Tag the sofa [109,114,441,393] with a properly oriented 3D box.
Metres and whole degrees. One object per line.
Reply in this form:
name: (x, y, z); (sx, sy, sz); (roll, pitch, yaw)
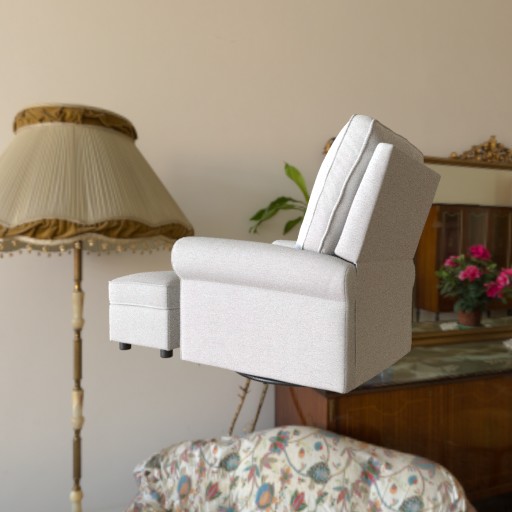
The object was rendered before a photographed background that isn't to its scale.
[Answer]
sofa: (0.000, 0.000, 2.054); (1.478, 0.959, 0.880); (0, 1, 34)
